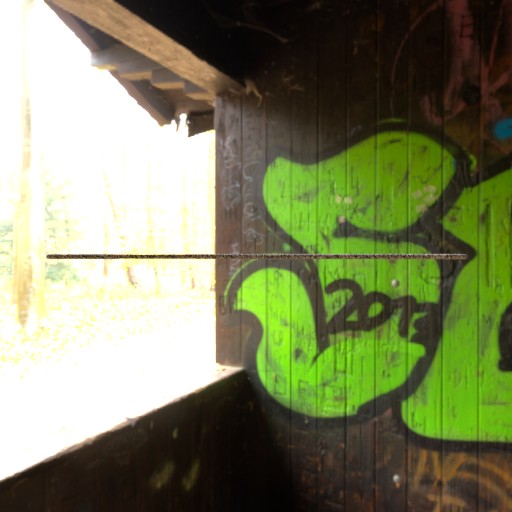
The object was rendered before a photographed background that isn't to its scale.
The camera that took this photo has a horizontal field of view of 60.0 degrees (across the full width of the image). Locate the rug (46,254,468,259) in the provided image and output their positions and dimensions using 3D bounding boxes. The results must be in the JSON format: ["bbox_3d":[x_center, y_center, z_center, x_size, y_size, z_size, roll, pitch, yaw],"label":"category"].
[{"bbox_3d":[0.000,0.000,4.056,2.438,0.029,3.047,0,0,0],"label":"rug"}]
